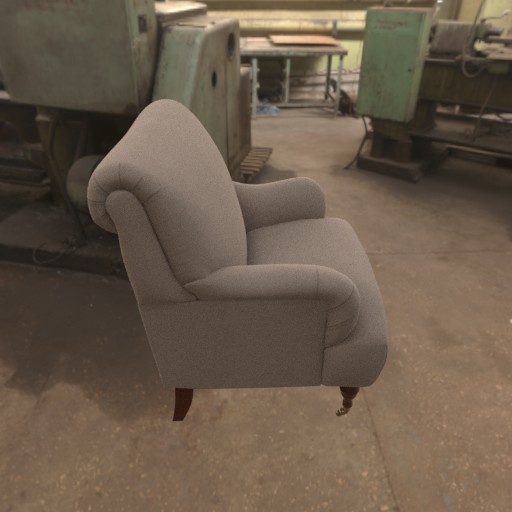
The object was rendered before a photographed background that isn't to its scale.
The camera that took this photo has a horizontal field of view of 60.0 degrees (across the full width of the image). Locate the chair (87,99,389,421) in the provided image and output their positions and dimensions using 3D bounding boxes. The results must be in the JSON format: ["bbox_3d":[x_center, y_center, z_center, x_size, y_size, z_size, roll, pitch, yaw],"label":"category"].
[{"bbox_3d":[0.000,0.000,1.566,0.842,0.942,0.766,0,32,-1],"label":"chair"}]
